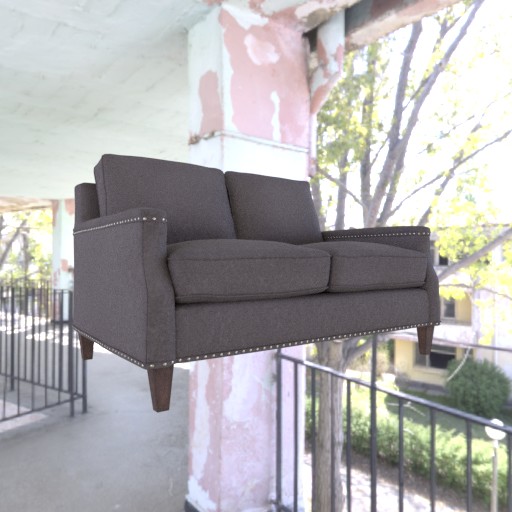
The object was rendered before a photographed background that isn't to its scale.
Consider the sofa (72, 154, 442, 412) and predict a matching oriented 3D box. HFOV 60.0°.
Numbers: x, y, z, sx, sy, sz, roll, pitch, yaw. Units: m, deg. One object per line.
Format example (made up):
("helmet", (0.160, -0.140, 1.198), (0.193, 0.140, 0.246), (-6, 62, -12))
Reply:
("sofa", (0.000, 0.000, 2.237), (1.597, 1.003, 1.084), (0, 0, -35))
